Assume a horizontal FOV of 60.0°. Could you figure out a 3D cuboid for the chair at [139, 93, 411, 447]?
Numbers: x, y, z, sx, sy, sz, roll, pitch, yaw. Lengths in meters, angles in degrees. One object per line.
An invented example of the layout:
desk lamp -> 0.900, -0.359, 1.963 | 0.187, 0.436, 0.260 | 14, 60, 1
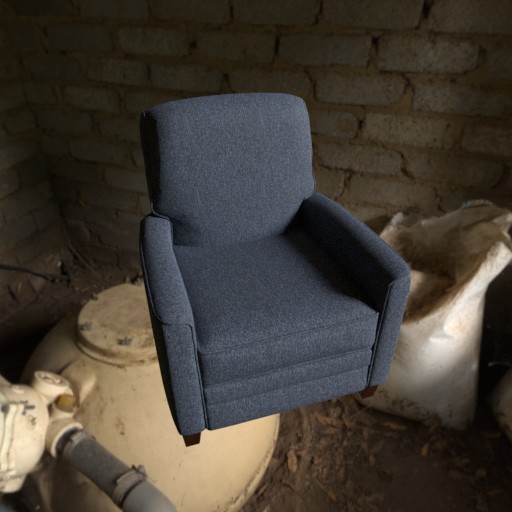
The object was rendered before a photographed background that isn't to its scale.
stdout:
chair -> 0.000, 0.000, 1.668 | 0.839, 1.016, 0.850 | -10, 34, -15
